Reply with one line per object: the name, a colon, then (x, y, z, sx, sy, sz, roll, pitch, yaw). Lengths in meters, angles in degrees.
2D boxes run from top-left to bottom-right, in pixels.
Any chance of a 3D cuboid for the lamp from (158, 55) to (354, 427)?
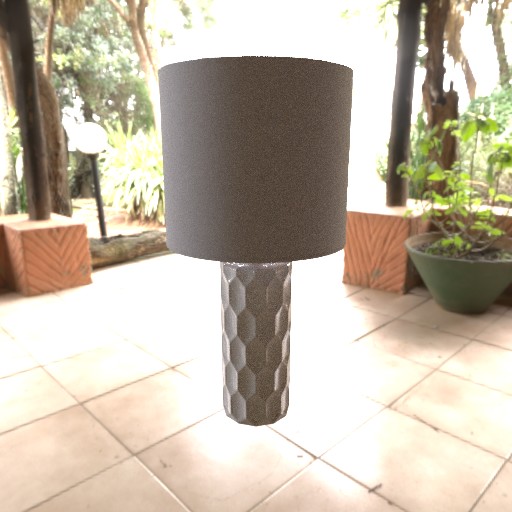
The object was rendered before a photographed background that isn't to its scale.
lamp: (0.000, 0.000, 0.701, 0.277, 0.537, 0.277, -13, 19, -43)
